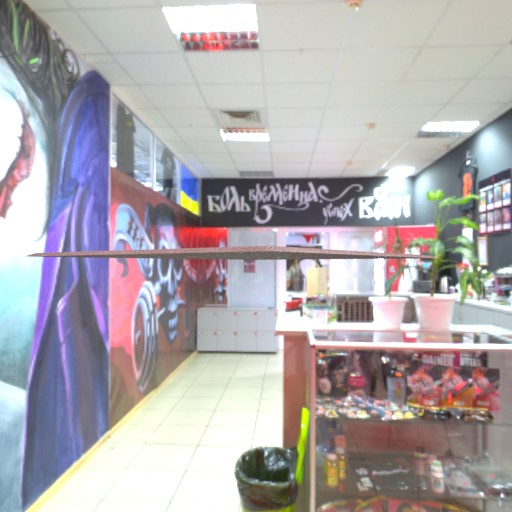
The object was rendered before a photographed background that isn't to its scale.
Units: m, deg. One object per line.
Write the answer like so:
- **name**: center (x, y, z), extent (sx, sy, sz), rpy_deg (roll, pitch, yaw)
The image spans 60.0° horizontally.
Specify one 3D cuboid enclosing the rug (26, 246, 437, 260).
- **rug**: center (0.000, 0.000, 3.856), extent (2.332, 0.027, 2.933), rpy_deg (-1, -1, 37)
